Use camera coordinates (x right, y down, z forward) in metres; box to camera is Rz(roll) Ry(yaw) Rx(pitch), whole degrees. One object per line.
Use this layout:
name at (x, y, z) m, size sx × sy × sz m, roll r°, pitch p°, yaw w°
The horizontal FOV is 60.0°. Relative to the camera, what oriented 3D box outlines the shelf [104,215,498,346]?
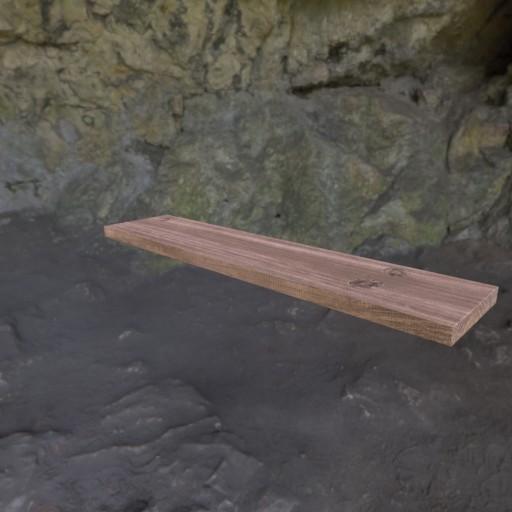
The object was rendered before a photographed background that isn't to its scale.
shelf at (0.000, 0.000, 0.648) m, size 0.610 × 0.020 × 0.140 m, roll 15°, pitch 22°, yaw 40°
